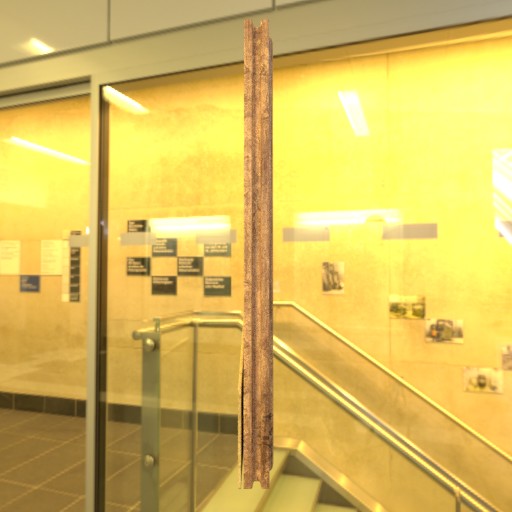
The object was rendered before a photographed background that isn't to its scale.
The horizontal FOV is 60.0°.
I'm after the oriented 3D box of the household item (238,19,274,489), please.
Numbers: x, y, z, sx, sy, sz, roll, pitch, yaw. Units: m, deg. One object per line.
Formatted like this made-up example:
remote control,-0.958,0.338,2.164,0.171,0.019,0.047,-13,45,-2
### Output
household item,0.000,0.000,0.316,0.018,0.237,0.186,0,-2,0
